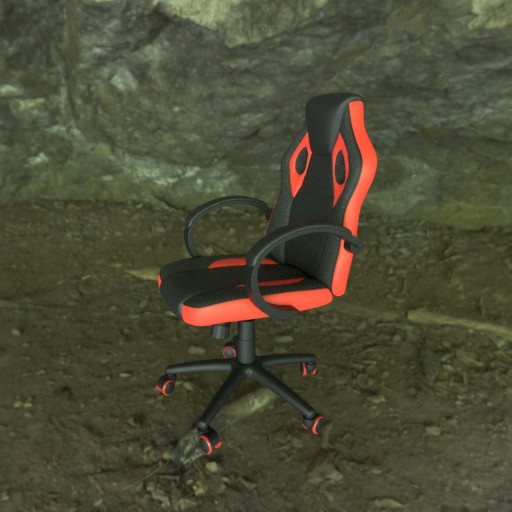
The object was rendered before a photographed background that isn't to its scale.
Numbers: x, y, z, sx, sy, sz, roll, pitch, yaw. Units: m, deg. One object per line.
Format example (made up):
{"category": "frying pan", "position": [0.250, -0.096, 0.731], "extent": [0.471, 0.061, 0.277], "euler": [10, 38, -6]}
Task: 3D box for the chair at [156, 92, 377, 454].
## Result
{"category": "chair", "position": [0.000, 0.000, 1.448], "extent": [0.642, 1.016, 0.600], "euler": [-8, 19, -26]}
